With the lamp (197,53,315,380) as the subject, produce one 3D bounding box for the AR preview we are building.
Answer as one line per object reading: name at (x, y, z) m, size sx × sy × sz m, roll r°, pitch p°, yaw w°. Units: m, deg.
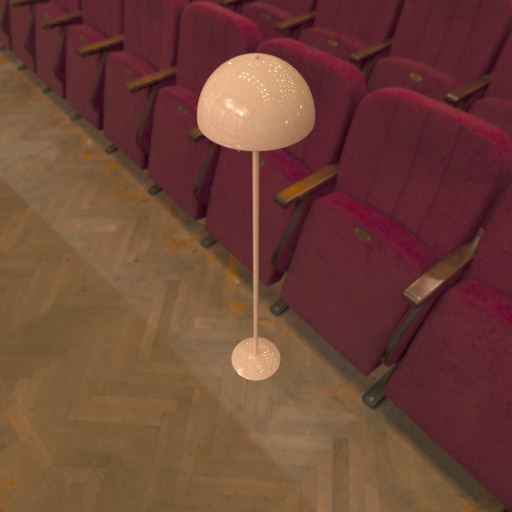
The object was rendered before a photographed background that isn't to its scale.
lamp at (0.000, 0.000, 1.654) m, size 0.328 × 1.480 × 0.328 m, roll -31°, pitch 54°, yaw -26°
